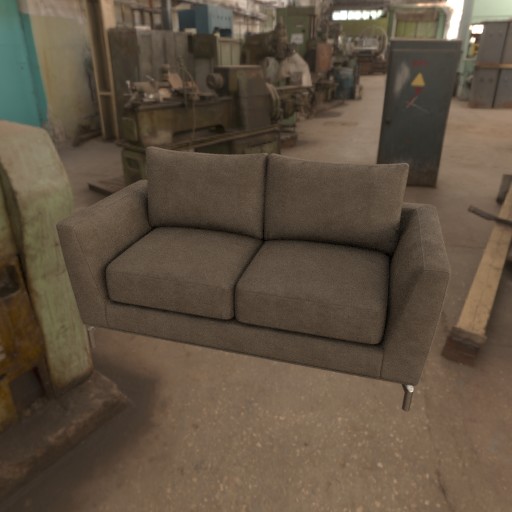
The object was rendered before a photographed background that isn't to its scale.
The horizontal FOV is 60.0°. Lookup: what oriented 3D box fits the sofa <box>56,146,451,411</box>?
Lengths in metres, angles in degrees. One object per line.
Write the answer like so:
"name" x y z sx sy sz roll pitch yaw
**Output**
"sofa" 0.000 0.000 2.407 1.832 1.013 0.855 7 26 15
